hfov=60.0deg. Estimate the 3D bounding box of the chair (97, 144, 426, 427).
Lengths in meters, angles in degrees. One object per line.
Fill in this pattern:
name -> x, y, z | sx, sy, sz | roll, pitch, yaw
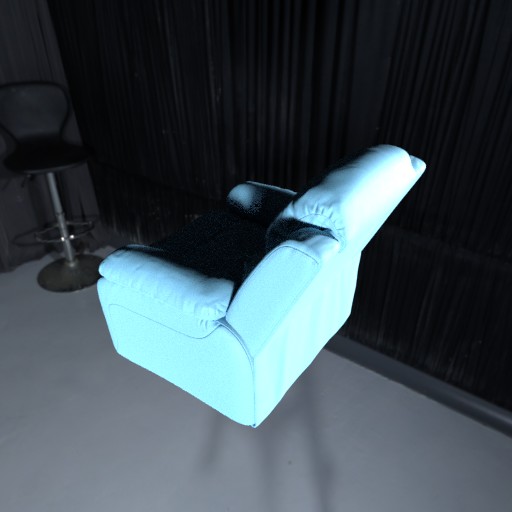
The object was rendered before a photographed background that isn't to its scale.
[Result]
chair -> 0.000, 0.000, 1.286 | 0.709, 0.702, 0.680 | 21, 38, 29
